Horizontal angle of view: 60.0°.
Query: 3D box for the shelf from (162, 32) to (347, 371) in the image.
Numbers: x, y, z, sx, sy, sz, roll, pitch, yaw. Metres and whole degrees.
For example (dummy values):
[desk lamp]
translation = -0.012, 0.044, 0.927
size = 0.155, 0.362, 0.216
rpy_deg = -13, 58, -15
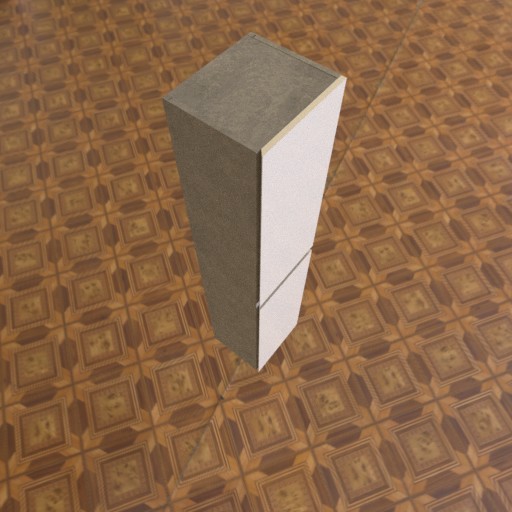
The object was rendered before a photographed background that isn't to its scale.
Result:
[shelf]
translation = 0.000, 0.000, 1.552
size = 0.270, 1.400, 0.300
rpy_deg = 34, 65, 19
